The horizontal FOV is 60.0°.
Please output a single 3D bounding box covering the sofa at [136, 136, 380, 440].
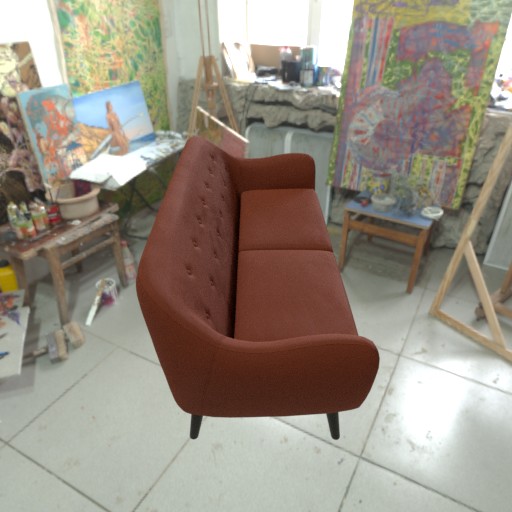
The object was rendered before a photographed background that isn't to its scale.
[{"bbox_3d":[0.000,0.000,2.278,0.820,0.836,1.840,0,32,0],"label":"sofa"}]
